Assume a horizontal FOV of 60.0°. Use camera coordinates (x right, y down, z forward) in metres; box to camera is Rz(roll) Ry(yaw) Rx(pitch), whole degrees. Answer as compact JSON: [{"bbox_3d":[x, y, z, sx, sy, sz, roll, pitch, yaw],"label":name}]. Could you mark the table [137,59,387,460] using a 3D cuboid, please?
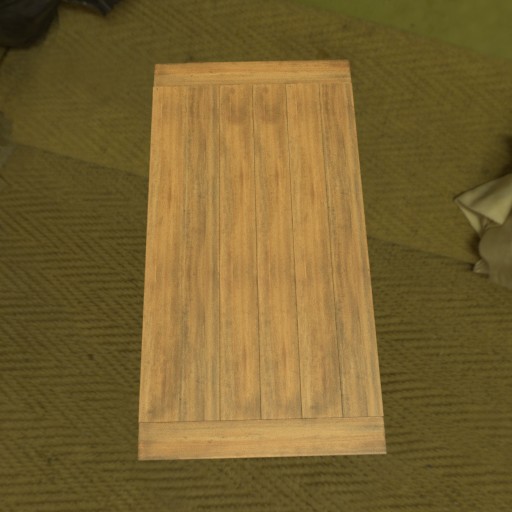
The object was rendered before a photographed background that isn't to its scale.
[{"bbox_3d":[0.000,0.000,1.607,0.693,0.494,1.270,-1,74,0],"label":"table"}]
